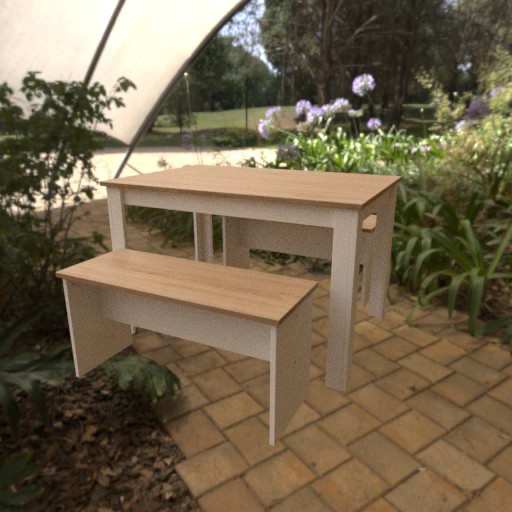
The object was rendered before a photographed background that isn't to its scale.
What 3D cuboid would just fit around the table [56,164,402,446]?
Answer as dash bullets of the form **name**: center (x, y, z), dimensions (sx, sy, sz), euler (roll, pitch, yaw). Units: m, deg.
- **table**: center (0.000, 0.000, 2.023), dimensions (1.100, 0.700, 1.443), euler (9, 20, 25)
